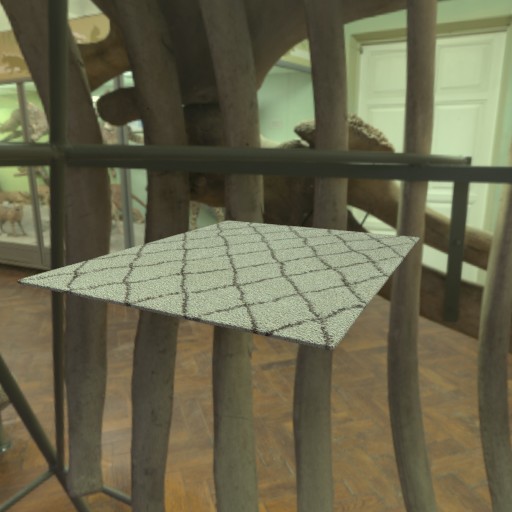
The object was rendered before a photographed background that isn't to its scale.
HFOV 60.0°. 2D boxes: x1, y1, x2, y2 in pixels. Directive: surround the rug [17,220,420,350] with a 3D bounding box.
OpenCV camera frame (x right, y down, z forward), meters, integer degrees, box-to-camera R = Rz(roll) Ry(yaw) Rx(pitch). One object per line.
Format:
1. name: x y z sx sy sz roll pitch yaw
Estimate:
1. rug: 0.000 0.000 4.050 2.438 0.029 3.047 7 16 26
